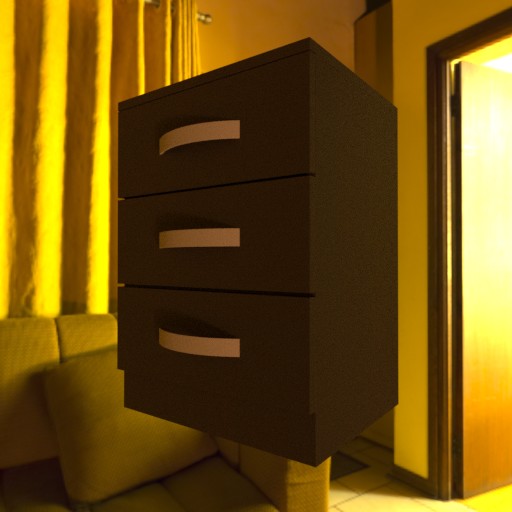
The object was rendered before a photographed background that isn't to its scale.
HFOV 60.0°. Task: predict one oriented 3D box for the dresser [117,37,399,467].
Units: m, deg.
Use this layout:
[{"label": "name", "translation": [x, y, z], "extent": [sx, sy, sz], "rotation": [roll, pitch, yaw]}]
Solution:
[{"label": "dresser", "translation": [0.000, 0.000, 0.810], "extent": [0.400, 0.560, 0.360], "rotation": [0, -1, 37]}]
